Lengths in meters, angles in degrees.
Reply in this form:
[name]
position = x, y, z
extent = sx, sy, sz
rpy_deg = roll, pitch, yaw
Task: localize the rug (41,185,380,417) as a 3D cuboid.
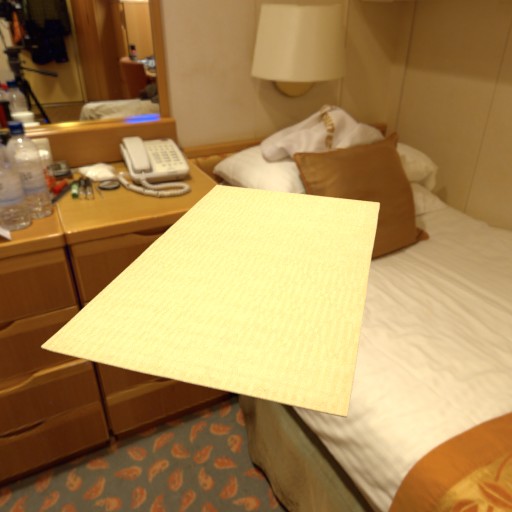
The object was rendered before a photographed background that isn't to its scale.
[rug]
position = 0.000, 0.000, 3.040
extent = 1.531, 0.014, 2.441
rpy_deg = 8, 30, 15
